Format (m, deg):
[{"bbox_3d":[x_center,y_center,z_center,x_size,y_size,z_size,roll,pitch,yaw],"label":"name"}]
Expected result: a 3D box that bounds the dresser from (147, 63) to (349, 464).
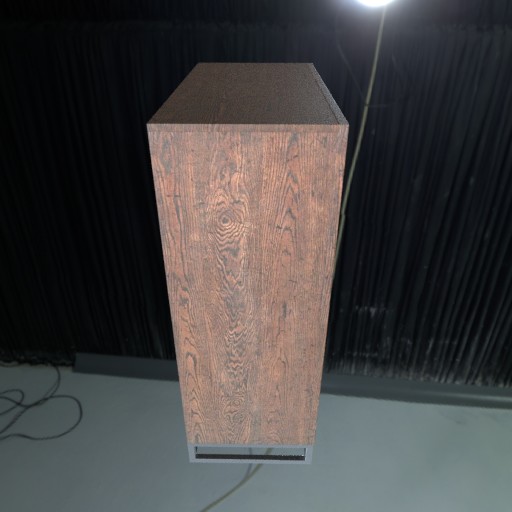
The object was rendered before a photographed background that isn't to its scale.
[{"bbox_3d":[0.000,0.000,1.804,0.508,1.321,0.965,0,31,1],"label":"dresser"}]
